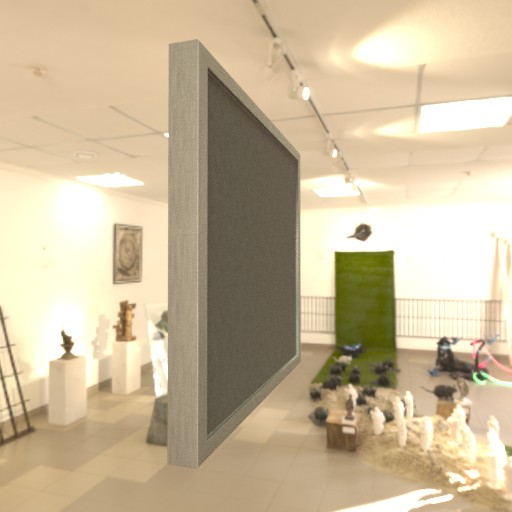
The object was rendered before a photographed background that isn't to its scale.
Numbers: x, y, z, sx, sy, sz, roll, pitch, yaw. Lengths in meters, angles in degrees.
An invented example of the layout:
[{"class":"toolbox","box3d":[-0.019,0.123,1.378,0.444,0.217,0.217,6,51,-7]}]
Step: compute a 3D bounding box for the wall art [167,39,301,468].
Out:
[{"class":"wall art","box3d":[0.000,0.000,0.525,0.028,0.330,0.380,0,-1,18]}]
